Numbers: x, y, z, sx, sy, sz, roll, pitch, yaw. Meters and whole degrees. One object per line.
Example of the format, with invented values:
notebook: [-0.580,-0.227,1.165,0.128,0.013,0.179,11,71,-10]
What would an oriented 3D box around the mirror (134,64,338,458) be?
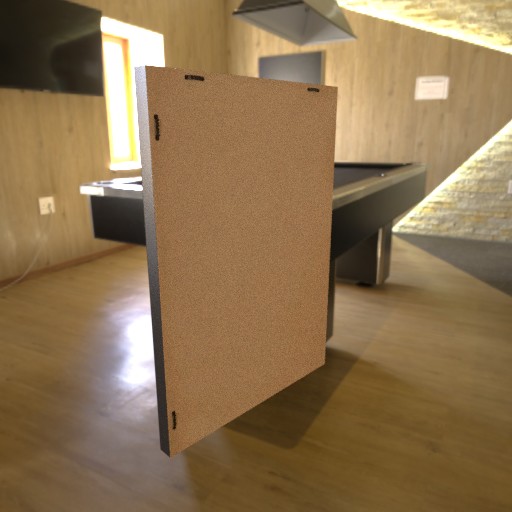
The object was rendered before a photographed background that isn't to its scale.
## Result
mirror: [0.000,0.000,0.950,0.039,0.710,0.507,15,22,42]
